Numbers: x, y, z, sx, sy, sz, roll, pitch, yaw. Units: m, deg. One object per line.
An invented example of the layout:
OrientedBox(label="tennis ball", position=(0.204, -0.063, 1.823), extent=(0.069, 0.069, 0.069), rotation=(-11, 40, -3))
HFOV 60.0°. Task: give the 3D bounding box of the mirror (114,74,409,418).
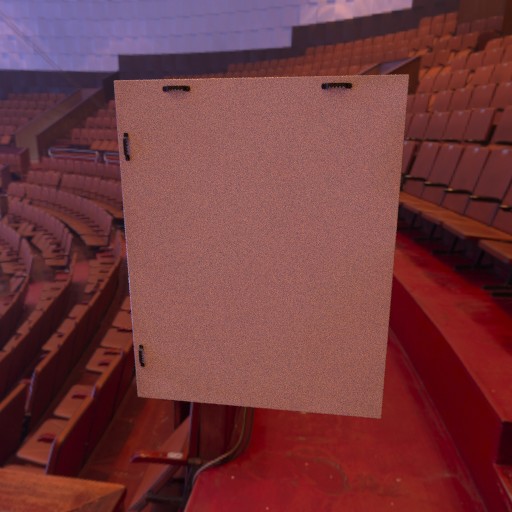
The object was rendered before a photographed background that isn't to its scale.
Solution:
OrientedBox(label="mirror", position=(0.000, 0.000, 0.681), extent=(0.406, 0.509, 0.041), rotation=(2, 15, 8))
